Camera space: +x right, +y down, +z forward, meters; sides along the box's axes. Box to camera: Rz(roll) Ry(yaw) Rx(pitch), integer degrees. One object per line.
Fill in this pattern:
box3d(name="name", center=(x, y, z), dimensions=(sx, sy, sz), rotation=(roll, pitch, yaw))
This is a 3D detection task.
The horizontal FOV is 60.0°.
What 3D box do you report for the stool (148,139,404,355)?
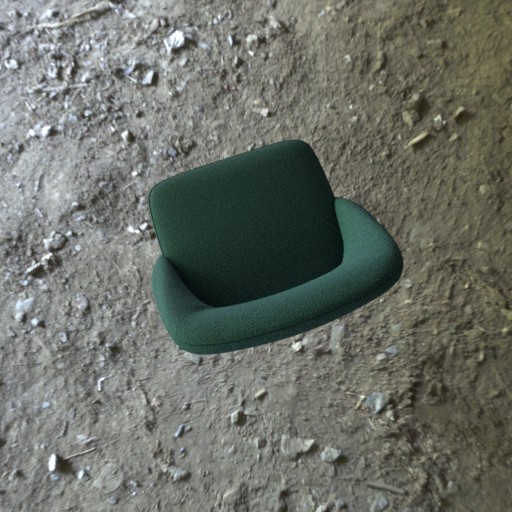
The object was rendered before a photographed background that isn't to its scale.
box3d(name="stool", center=(0.000, 0.000, 1.263), dimensions=(0.536, 0.939, 0.522), rotation=(-19, 77, -5))
